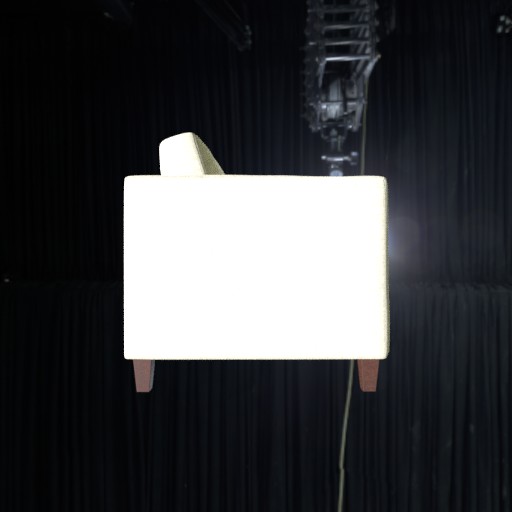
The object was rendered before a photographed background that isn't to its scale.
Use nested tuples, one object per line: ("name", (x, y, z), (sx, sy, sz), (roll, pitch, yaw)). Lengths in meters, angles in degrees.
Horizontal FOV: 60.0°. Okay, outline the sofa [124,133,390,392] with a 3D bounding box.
("sofa", (0.000, 0.000, 2.442), (0.950, 0.963, 1.884), (0, 0, 0))
